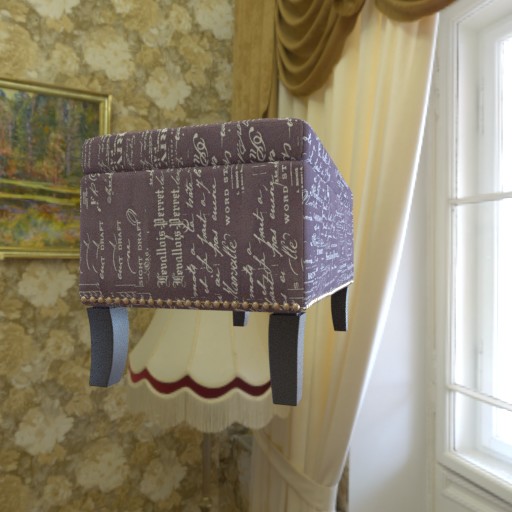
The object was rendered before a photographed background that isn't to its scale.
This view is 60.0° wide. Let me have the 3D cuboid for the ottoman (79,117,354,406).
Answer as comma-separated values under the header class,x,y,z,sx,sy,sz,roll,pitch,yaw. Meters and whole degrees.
class,x,y,z,sx,sy,sz,roll,pitch,yaw
ottoman,0.000,0.000,1.084,0.406,0.457,0.813,0,-1,17
